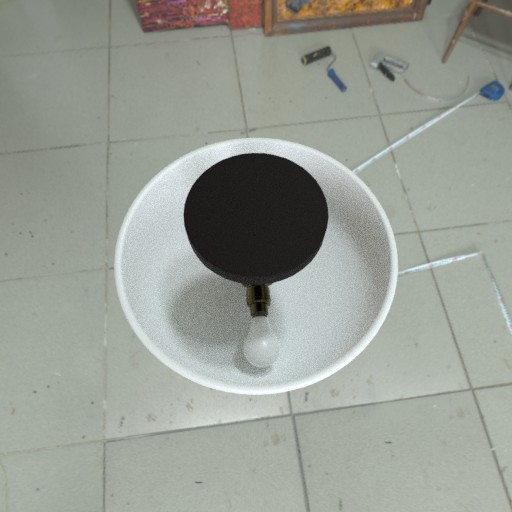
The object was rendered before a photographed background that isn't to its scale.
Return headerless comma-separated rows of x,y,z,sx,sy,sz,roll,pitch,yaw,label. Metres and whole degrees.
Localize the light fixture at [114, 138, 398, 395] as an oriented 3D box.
0.000,0.000,0.540,0.331,0.212,0.331,0,64,0,light fixture
